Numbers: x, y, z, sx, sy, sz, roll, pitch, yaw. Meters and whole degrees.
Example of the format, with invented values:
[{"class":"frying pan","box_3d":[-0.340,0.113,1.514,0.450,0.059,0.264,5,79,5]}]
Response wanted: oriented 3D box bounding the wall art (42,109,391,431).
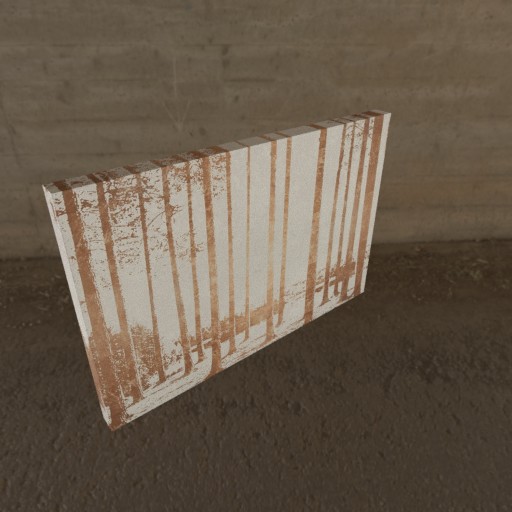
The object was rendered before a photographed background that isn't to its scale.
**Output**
[{"class":"wall art","box_3d":[0.000,0.000,0.771,0.609,0.405,0.035,-22,37,-32]}]
